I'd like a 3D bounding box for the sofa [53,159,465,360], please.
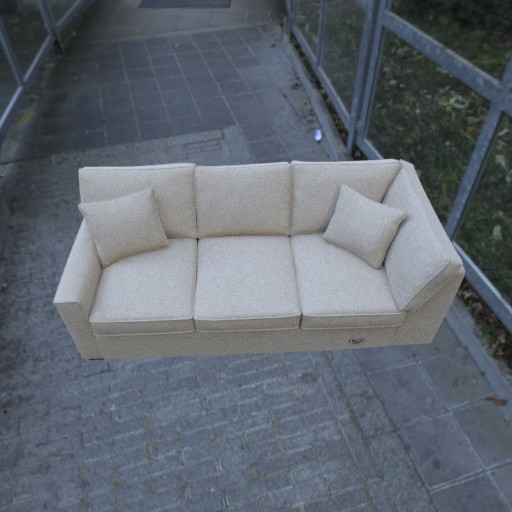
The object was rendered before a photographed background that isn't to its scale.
[{"bbox_3d":[0.000,0.000,2.947,2.317,0.962,1.061,-2,45,-2],"label":"sofa"}]
